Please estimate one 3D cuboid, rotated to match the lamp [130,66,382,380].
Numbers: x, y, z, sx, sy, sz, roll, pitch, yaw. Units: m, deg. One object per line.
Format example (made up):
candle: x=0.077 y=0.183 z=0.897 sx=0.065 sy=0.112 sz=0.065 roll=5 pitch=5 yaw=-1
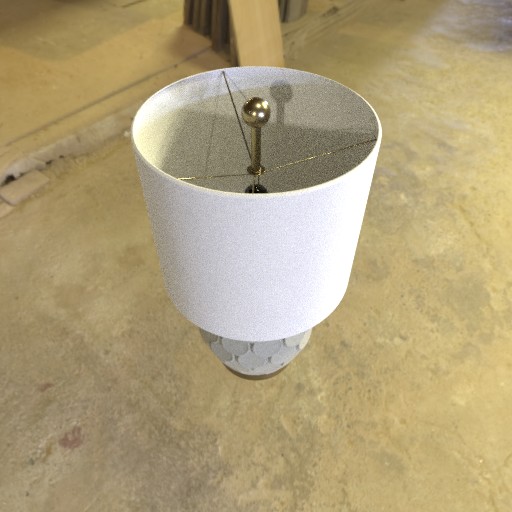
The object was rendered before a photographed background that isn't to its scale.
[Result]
lamp: x=0.000 y=0.000 z=0.603 sx=0.254 sy=0.452 sz=0.254 roll=0 pitch=46 yaw=0
